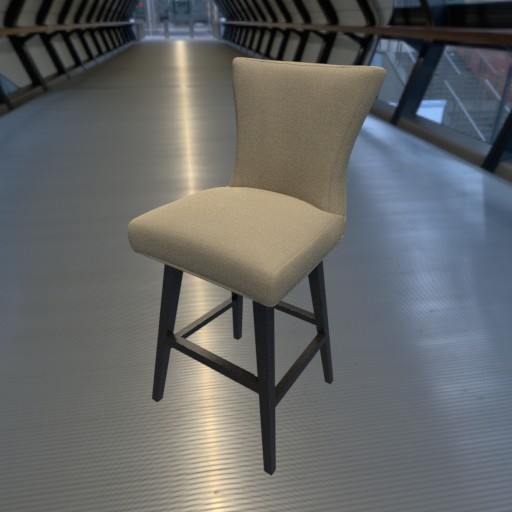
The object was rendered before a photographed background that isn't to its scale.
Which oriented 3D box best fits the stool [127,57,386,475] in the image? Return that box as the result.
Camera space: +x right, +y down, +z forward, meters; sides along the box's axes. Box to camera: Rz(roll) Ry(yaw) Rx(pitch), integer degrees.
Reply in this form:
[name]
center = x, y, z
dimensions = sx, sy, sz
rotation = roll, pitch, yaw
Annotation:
[stool]
center = 0.000, 0.000, 1.385
dimensions = 0.514, 1.086, 0.574
rotation = 19, 34, 31
